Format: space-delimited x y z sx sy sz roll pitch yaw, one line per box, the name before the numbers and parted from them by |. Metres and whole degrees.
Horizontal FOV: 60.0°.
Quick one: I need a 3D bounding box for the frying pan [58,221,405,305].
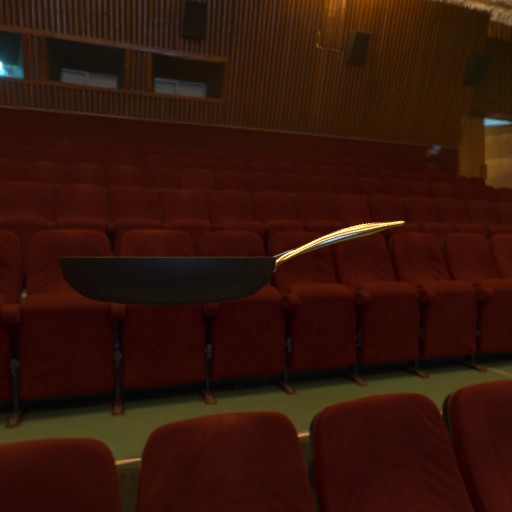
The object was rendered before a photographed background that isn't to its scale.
frying pan | 0.000 0.000 0.578 0.472 0.105 0.255 0 0 -20
